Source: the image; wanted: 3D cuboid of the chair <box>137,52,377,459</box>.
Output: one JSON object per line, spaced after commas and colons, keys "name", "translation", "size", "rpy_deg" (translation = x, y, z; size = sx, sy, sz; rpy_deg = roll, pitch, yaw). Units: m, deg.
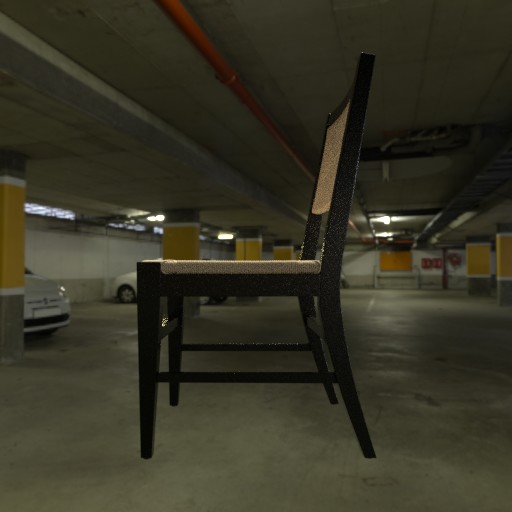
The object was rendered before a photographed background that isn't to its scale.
{"name": "chair", "translation": [0.000, 0.000, 1.216], "size": [0.552, 0.927, 0.437], "rpy_deg": [0, -2, -1]}
